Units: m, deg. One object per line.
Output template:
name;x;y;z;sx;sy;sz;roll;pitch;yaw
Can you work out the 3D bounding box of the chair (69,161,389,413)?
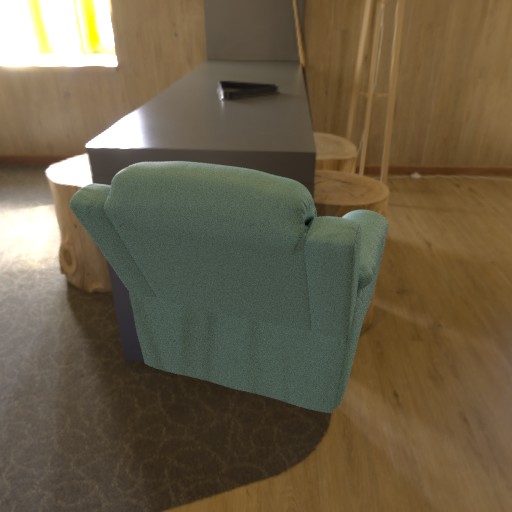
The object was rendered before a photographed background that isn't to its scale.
chair;0.000;0.000;1.246;0.680;0.702;0.709;10;32;16
